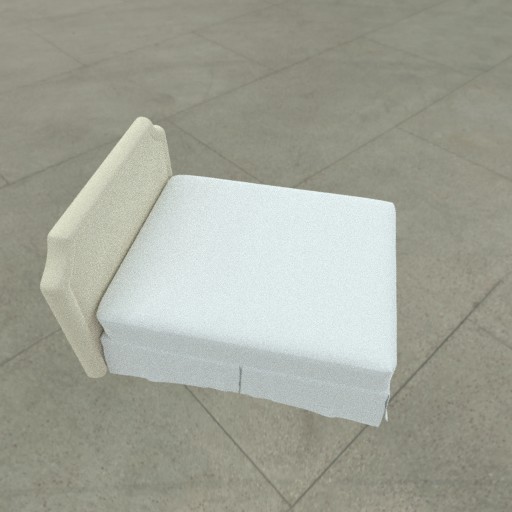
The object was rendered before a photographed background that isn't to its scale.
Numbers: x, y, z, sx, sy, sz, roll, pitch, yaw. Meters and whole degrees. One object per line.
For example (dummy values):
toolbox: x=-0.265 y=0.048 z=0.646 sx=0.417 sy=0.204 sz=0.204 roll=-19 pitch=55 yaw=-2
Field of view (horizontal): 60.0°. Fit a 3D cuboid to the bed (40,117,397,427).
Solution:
bed: x=0.000 y=0.000 z=3.312 sx=2.209 sy=1.296 sz=1.827 roll=9 pitch=47 yaw=8
